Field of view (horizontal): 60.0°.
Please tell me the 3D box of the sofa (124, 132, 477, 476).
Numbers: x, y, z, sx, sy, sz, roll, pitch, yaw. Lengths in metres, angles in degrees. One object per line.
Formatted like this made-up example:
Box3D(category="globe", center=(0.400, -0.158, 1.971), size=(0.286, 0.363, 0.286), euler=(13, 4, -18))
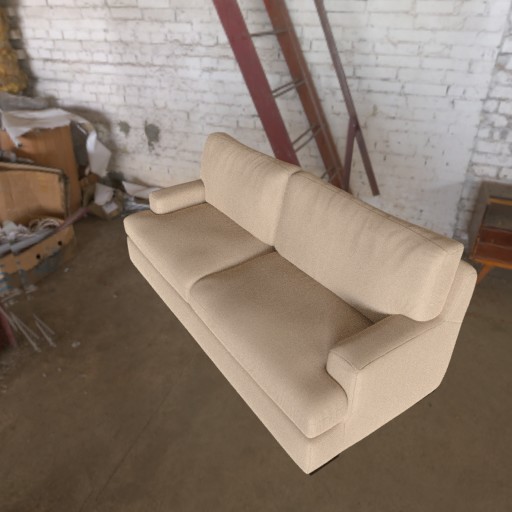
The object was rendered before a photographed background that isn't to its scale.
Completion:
Box3D(category="sofa", center=(0.000, 0.000, 2.618), size=(0.929, 0.925, 2.147), euler=(-19, 37, -28))
